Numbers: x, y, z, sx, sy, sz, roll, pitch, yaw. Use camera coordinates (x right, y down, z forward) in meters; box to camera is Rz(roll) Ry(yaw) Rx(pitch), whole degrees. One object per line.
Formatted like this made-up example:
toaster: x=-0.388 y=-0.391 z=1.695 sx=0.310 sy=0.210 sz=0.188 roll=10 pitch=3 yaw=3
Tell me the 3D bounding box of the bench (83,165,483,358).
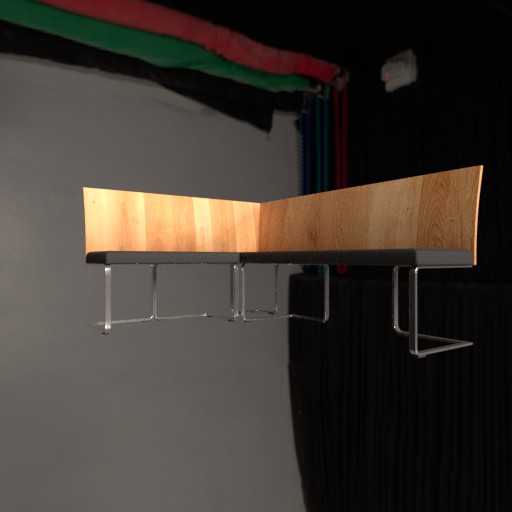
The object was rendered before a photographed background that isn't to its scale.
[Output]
bench: x=0.000 y=0.000 z=2.644 sx=1.495 sy=0.930 sz=1.945 roll=0 pitch=0 yaw=-36
